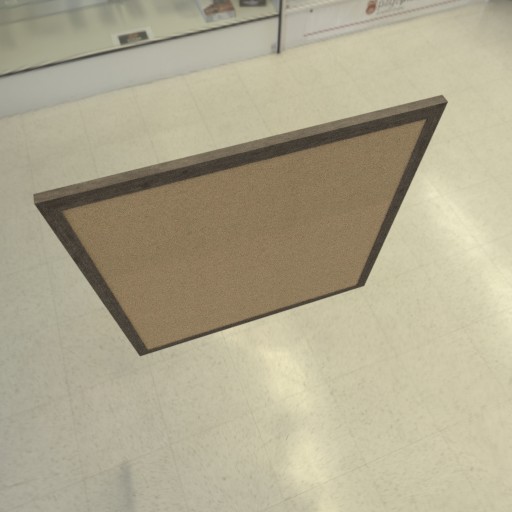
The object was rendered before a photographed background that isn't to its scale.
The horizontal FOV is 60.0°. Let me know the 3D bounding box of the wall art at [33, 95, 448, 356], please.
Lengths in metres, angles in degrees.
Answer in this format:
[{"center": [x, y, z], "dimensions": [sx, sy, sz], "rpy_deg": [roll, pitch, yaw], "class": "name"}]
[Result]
[{"center": [0.000, 0.000, 0.665], "dimensions": [0.457, 0.457, 0.013], "rpy_deg": [-16, 60, -10], "class": "wall art"}]
